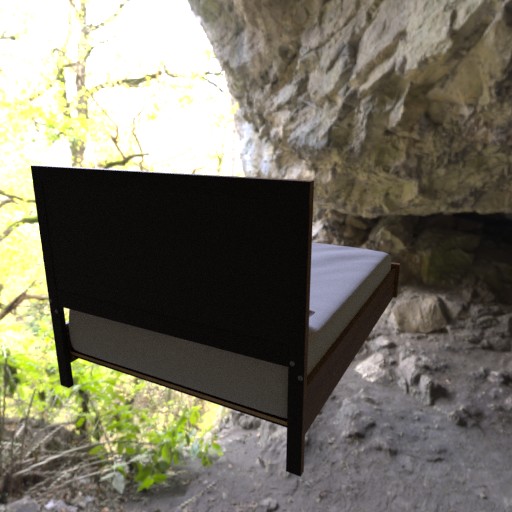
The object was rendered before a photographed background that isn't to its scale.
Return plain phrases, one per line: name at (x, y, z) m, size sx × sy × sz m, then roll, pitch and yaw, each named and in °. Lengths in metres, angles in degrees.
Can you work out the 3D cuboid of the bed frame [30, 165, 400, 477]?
bed frame at (0.000, 0.000, 3.290) m, size 1.696 × 1.417 × 2.276 m, roll 8°, pitch 18°, yaw 27°
